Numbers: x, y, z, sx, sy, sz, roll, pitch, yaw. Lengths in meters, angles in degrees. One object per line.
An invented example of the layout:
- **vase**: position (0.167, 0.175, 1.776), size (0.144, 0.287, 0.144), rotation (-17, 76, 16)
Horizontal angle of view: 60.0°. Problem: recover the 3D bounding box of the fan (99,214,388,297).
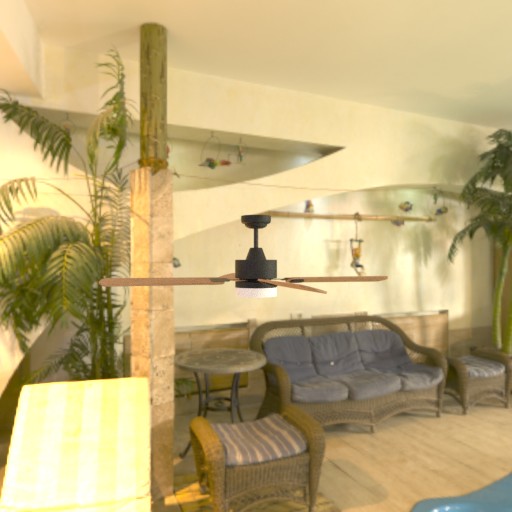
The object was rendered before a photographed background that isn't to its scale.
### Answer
- **fan**: position (0.000, 0.000, 1.973), size (1.320, 0.355, 1.320), rotation (0, -1, -16)
